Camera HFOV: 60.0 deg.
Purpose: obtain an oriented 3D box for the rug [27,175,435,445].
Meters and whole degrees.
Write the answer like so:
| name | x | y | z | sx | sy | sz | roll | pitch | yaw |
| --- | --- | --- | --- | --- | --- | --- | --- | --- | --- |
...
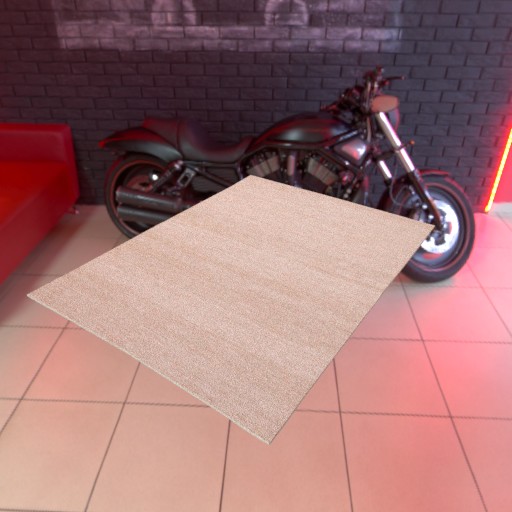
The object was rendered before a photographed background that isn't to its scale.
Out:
| name | x | y | z | sx | sy | sz | roll | pitch | yaw |
| --- | --- | --- | --- | --- | --- | --- | --- | --- | --- |
| rug | 0.000 | 0.000 | 4.208 | 2.434 | 0.045 | 3.202 | 21 | 38 | 29 |
